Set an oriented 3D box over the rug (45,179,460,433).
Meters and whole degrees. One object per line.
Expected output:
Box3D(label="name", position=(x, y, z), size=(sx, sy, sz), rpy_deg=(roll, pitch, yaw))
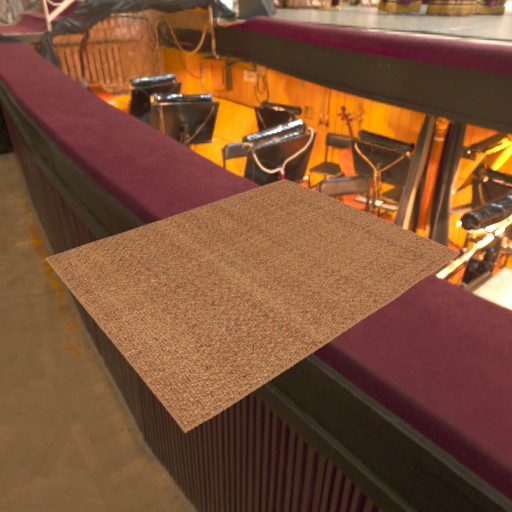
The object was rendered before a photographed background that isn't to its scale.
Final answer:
Box3D(label="rug", position=(0.000, 0.000, 4.099), size=(3.048, 0.013, 2.439), rpy_deg=(-24, 39, -33))
